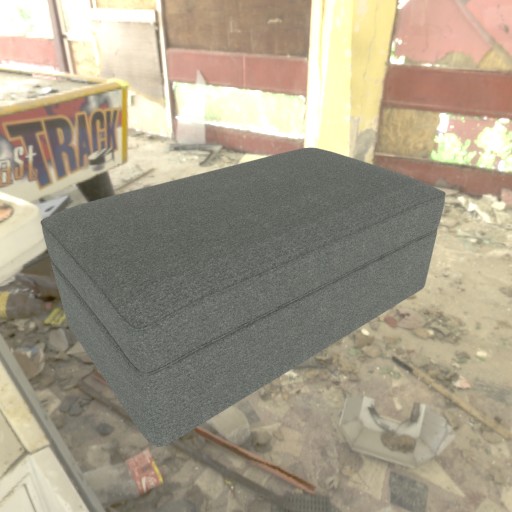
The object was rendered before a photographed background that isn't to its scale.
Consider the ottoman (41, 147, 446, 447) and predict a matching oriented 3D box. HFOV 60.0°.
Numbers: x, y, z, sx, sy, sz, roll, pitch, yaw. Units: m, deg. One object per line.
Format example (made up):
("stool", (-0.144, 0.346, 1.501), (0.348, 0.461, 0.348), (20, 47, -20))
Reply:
("ottoman", (0.000, 0.000, 1.527), (1.173, 0.494, 0.681), (-22, 37, -33))
